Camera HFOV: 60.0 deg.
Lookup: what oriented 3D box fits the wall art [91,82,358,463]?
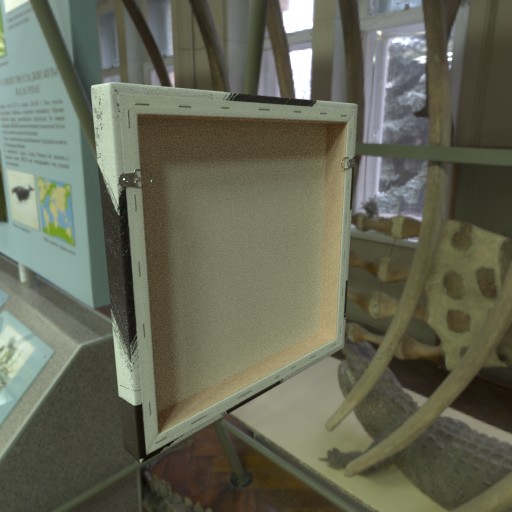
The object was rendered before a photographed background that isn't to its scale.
[{"bbox_3d":[0.000,0.000,0.747,0.050,0.508,0.507,15,21,43],"label":"wall art"}]
